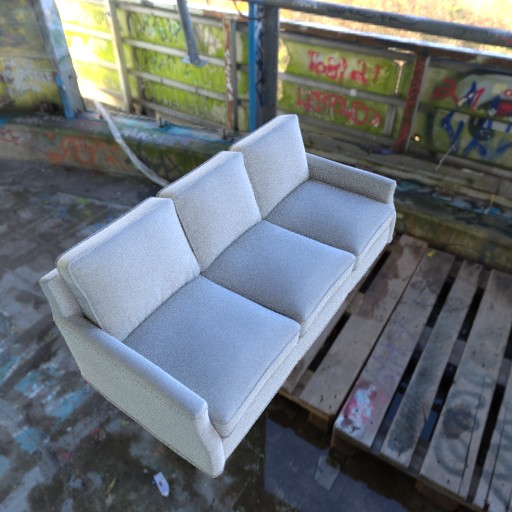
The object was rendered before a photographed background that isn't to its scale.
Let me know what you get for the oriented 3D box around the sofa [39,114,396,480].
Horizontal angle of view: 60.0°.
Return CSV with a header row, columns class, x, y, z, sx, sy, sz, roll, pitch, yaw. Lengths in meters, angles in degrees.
class,x,y,z,sx,sy,sz,roll,pitch,yaw
sofa,0.000,0.000,2.797,1.084,1.003,2.246,25,47,25
